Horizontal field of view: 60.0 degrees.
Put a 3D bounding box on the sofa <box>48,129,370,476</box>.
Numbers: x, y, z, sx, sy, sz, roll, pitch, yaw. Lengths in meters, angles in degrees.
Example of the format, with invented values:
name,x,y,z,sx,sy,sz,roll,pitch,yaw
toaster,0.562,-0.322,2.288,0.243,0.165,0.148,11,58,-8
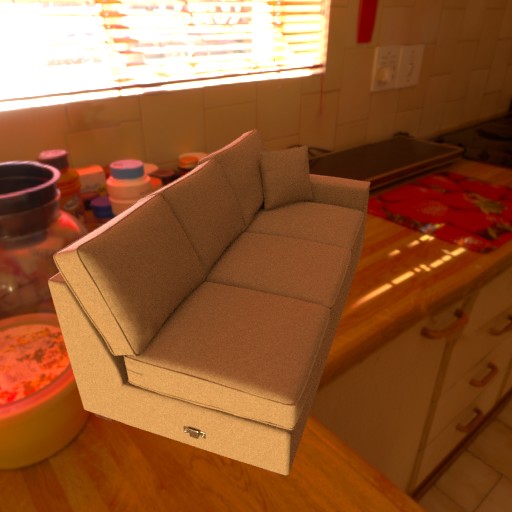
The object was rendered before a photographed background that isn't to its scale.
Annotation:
name,x,y,z,sx,sy,sz,roll,pitch,yaw
sofa,0.000,0.000,2.490,1.034,0.946,1.963,10,31,17
